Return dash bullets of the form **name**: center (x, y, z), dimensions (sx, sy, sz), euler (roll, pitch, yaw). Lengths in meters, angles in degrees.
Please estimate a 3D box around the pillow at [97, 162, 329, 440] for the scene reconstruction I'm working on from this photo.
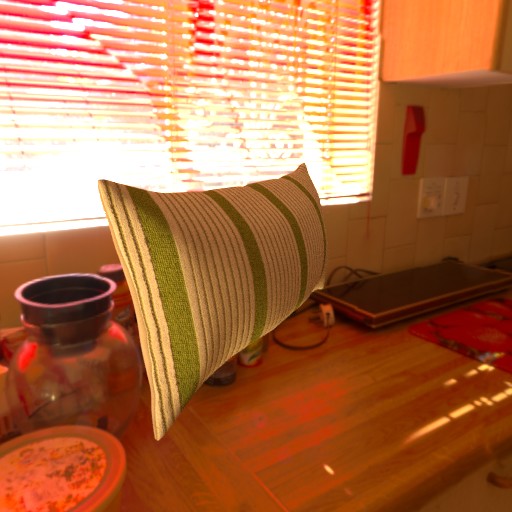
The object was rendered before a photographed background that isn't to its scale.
- **pillow**: center (0.000, 0.000, 0.741), dimensions (0.156, 0.292, 0.608), euler (7, 16, 26)
